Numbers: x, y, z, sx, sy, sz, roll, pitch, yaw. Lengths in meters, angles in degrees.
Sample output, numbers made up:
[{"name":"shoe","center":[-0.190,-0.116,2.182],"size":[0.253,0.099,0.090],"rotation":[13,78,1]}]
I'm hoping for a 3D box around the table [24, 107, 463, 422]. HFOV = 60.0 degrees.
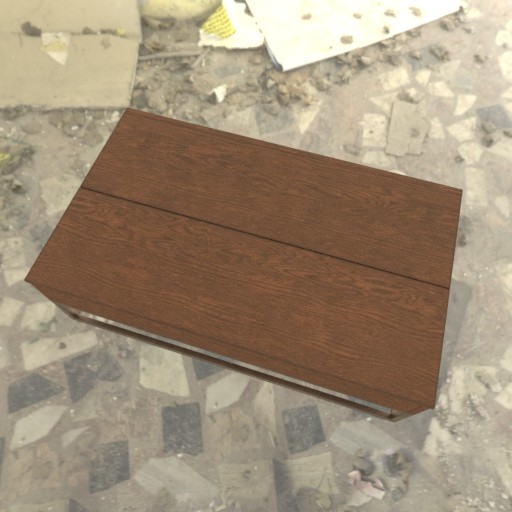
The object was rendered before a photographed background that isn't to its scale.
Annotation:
[{"name":"table","center":[0.000,0.000,1.504],"size":[1.167,0.361,0.719],"rotation":[16,64,8]}]
